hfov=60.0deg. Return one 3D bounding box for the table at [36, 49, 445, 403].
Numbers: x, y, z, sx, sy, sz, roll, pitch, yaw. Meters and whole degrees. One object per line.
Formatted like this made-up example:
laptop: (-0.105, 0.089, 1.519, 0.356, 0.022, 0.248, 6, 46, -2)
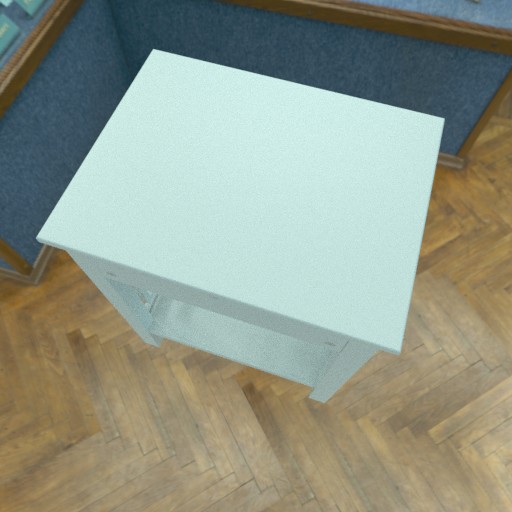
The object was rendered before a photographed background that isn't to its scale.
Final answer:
table: (0.000, 0.000, 1.023, 0.564, 0.646, 0.451, 17, 65, 8)
